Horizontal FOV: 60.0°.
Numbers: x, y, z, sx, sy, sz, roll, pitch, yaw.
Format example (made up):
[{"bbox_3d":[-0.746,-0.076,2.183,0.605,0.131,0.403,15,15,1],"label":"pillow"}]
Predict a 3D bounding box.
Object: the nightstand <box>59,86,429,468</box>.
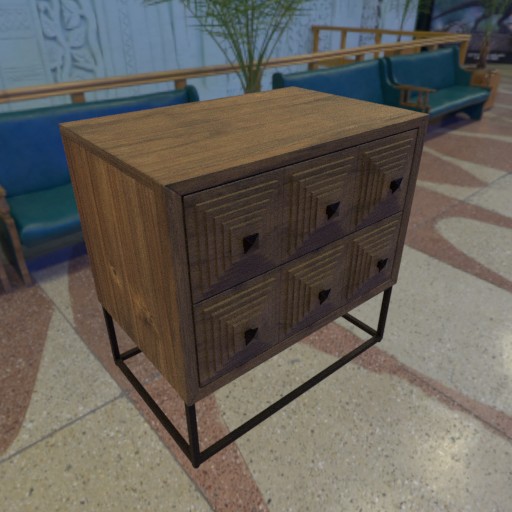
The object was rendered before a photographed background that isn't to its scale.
[{"bbox_3d":[0.000,0.000,1.012,0.610,0.610,0.437,-23,38,-33],"label":"nightstand"}]
